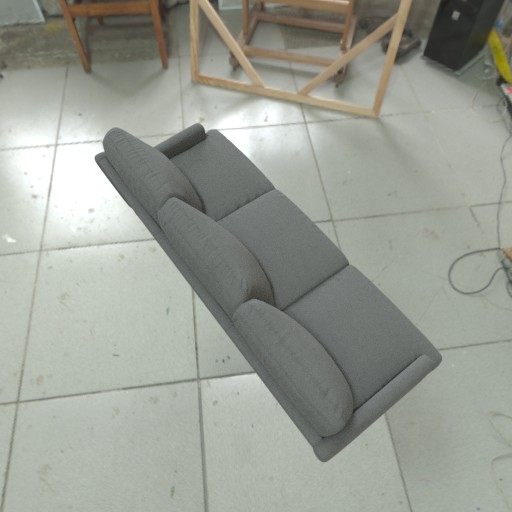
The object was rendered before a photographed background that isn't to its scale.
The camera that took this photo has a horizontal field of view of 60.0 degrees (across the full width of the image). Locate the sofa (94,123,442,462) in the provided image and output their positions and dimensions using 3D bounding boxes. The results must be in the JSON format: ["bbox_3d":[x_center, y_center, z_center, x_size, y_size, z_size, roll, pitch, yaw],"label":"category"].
[{"bbox_3d":[0.000,0.000,2.817,0.987,0.926,2.344,-33,64,-18],"label":"sofa"}]
